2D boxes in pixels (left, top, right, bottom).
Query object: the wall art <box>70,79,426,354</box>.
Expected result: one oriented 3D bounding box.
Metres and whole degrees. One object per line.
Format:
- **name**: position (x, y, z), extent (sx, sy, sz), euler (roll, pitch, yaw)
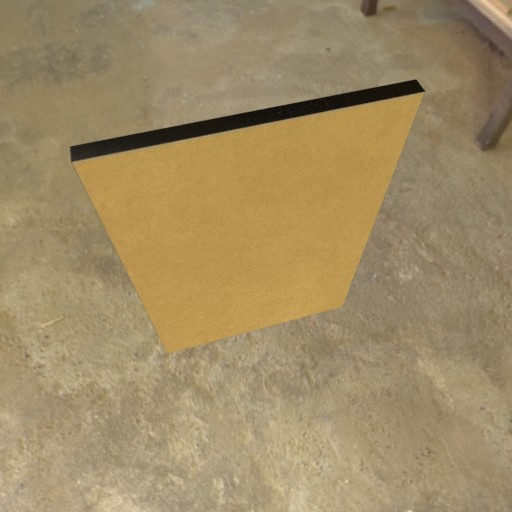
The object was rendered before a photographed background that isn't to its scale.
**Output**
- **wall art**: position (0.000, 0.000, 0.577), extent (0.314, 0.455, 0.019), euler (-14, 59, -8)
